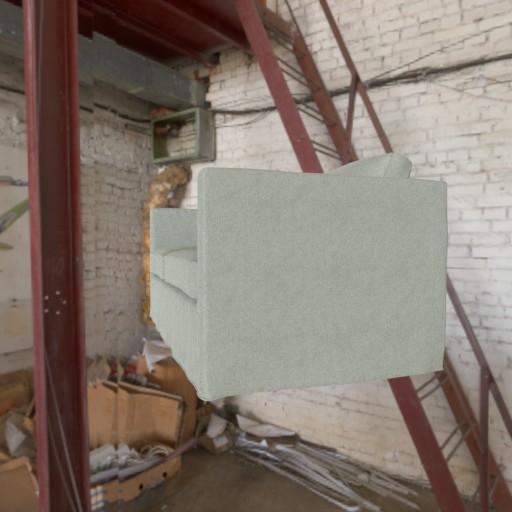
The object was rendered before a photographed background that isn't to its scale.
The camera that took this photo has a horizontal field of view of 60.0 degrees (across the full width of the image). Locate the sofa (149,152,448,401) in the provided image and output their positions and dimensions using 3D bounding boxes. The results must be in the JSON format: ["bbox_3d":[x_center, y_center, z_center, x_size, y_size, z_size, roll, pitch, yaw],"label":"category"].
[{"bbox_3d":[0.000,0.000,2.282,0.944,0.830,1.727,0,1,-19],"label":"sofa"}]
